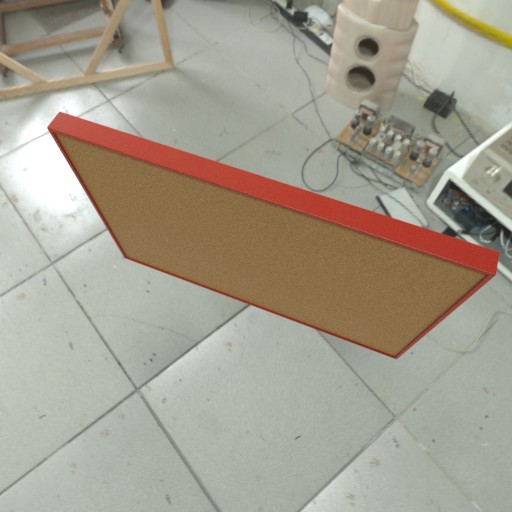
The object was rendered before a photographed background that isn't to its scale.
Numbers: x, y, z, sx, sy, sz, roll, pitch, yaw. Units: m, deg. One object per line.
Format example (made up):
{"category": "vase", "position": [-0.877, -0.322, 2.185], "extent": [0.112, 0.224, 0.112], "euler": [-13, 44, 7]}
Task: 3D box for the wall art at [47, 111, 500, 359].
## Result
{"category": "wall art", "position": [0.000, 0.000, 0.747], "extent": [0.607, 0.405, 0.033], "euler": [19, 65, 9]}
